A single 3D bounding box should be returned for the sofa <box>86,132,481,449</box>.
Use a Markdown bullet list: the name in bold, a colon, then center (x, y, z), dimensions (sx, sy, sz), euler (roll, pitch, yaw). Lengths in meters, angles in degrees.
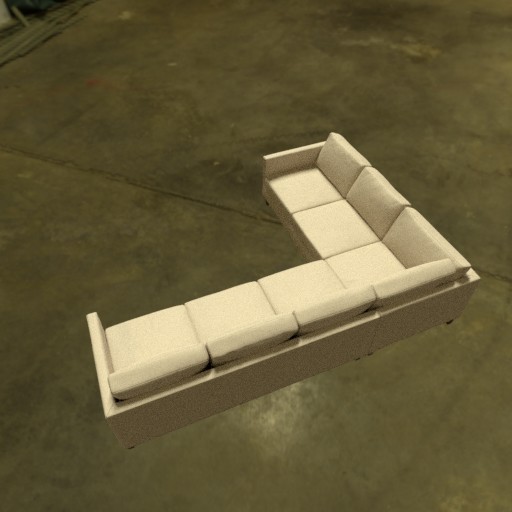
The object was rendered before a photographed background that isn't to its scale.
- **sofa**: center (0.000, 0.000, 4.292), dimensions (3.182, 0.863, 2.432), euler (-17, 49, -15)
